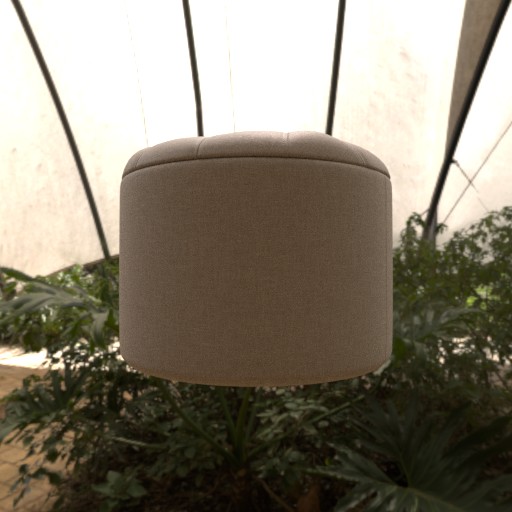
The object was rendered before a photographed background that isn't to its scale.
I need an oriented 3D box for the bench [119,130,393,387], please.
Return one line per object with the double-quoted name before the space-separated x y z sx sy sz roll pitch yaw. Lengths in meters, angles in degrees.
"bench" 0.000 0.000 1.018 0.600 0.453 0.600 0 -1 0
